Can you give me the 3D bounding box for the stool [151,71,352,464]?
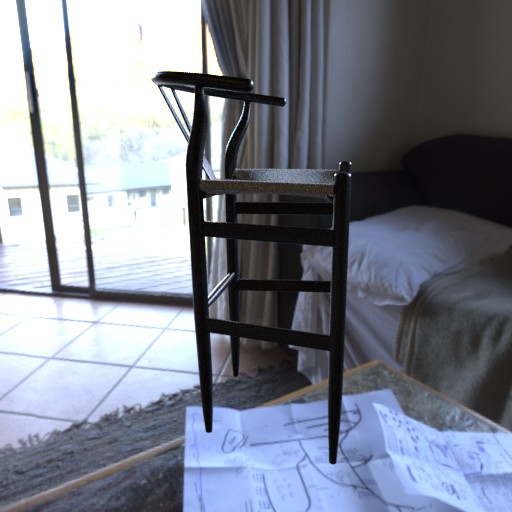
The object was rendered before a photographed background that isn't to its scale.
[{"bbox_3d":[0.000,0.000,1.404,0.579,1.072,0.569,3,16,11],"label":"stool"}]
